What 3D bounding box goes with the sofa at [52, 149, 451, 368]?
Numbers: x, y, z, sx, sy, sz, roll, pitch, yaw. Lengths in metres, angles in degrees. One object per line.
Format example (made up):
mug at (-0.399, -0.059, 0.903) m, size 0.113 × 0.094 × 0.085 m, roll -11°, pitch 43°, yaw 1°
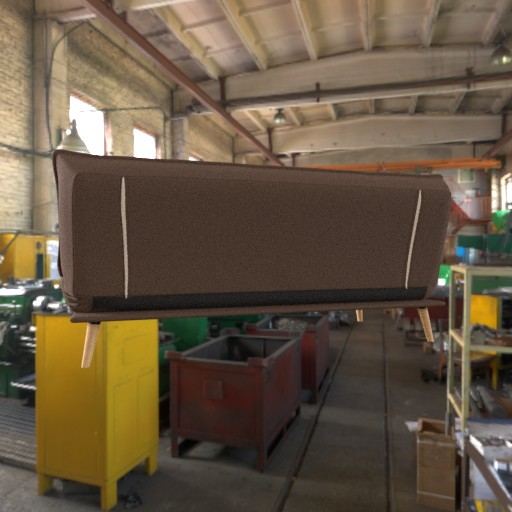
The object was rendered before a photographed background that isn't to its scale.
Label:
sofa at (0.000, 0.000, 2.393) m, size 1.940 × 0.890 × 0.950 m, roll 0°, pitch 1°, yaw -18°
